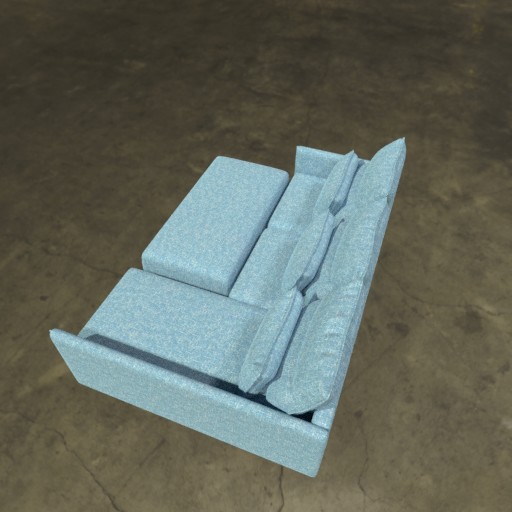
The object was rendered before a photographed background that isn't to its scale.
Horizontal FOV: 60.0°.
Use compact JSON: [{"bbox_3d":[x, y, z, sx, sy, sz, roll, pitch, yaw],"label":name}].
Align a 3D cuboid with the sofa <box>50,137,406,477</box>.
[{"bbox_3d":[0.000,0.000,2.765,1.420,0.899,2.034,16,49,14],"label":"sofa"}]
